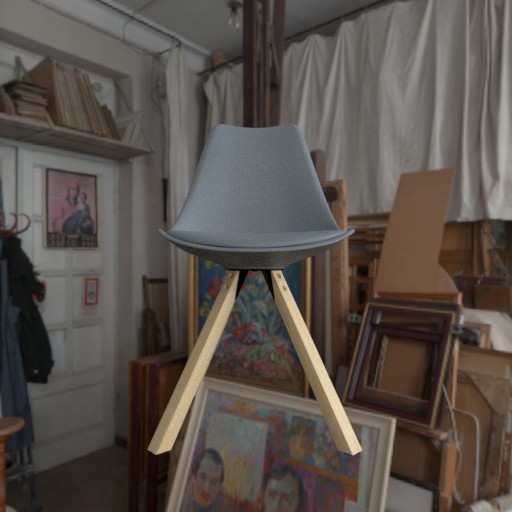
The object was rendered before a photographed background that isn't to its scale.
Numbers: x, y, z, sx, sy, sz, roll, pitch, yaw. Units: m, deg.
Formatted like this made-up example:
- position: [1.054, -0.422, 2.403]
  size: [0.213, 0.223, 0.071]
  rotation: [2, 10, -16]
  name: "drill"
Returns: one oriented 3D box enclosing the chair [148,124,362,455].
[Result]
- position: [0.000, 0.000, 1.175]
  size: [0.485, 0.850, 0.549]
  rotation: [0, 0, 0]
  name: "chair"
